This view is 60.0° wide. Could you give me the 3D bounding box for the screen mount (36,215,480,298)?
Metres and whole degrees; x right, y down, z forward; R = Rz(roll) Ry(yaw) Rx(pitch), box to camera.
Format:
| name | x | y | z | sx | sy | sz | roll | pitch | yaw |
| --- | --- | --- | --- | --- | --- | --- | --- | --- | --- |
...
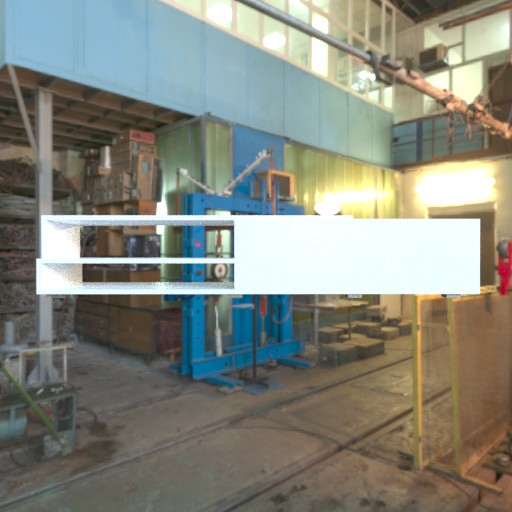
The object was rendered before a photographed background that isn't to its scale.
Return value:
| name | x | y | z | sx | sy | sz | roll | pitch | yaw |
| --- | --- | --- | --- | --- | --- | --- | --- | --- | --- |
| screen mount | 0.000 | 0.000 | 1.869 | 1.680 | 0.320 | 0.420 | 0 | 0 | 0 |
